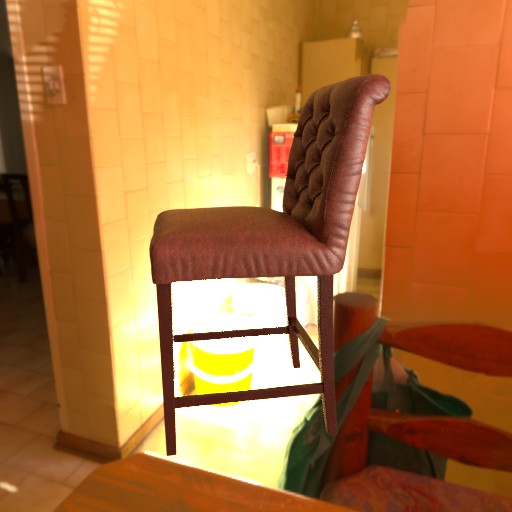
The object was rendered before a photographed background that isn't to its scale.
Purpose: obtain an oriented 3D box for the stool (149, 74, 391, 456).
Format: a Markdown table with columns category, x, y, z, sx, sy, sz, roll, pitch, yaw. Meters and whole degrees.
| category | x | y | z | sx | sy | sz | roll | pitch | yaw |
| --- | --- | --- | --- | --- | --- | --- | --- | --- | --- |
| stool | 0.000 | 0.000 | 1.454 | 0.660 | 1.084 | 0.486 | -3 | 15 | -10 |
